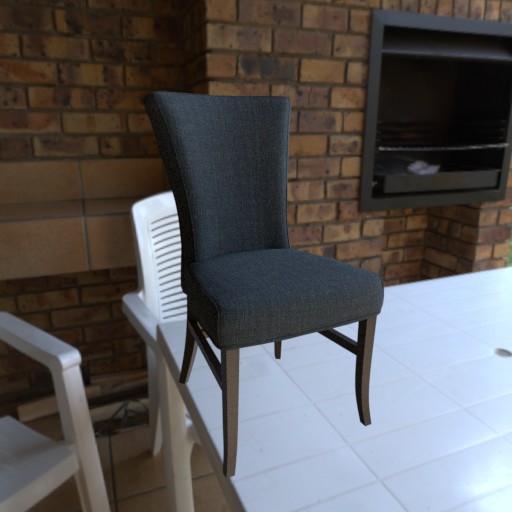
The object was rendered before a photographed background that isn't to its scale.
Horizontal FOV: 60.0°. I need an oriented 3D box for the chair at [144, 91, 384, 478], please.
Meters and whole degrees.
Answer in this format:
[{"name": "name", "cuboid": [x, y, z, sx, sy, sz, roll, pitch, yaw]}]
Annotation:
[{"name": "chair", "cuboid": [0.000, 0.000, 1.393, 0.520, 0.991, 0.660, -8, 18, -26]}]
